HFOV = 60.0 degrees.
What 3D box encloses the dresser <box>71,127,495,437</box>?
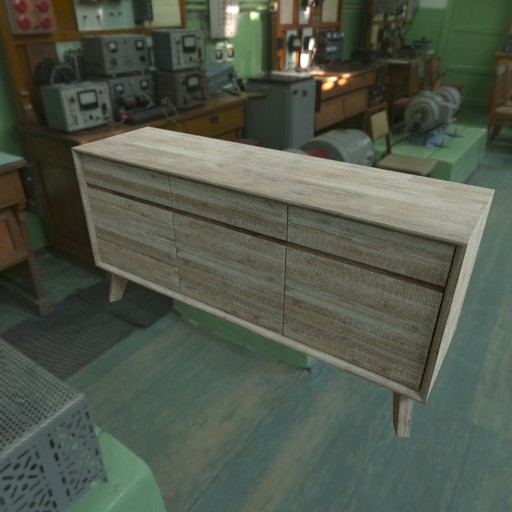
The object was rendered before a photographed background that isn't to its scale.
[{"bbox_3d":[0.000,0.000,1.884,1.602,0.788,0.455,18,34,28],"label":"dresser"}]
